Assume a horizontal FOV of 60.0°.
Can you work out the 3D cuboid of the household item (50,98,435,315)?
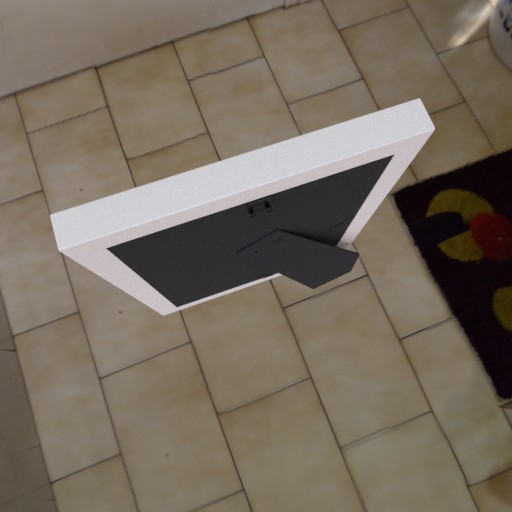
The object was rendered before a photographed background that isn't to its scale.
[{"bbox_3d":[0.000,0.000,0.342,0.200,0.250,0.045,-19,76,-5],"label":"household item"}]
